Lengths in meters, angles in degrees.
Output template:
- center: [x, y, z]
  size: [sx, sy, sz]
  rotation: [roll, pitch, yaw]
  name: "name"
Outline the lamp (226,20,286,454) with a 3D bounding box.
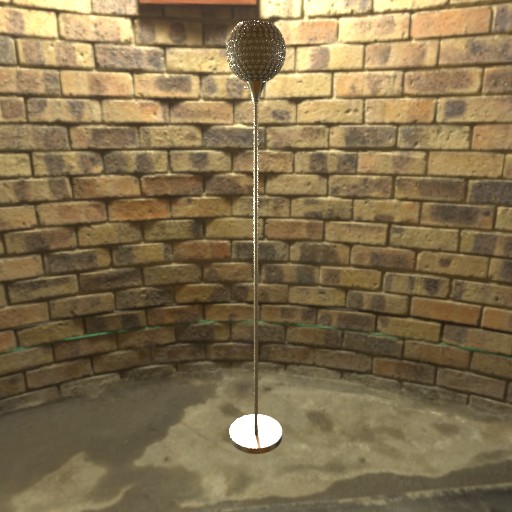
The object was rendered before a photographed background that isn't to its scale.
- center: [0.000, 0.000, 1.904]
  size: [0.254, 1.805, 0.254]
  rotation: [0, 15, 0]
  name: "lamp"
